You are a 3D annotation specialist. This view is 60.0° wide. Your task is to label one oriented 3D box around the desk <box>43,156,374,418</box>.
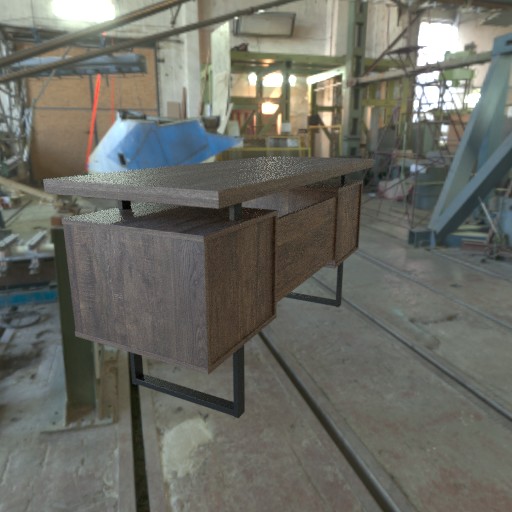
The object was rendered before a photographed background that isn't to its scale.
[{"bbox_3d":[0.000,0.000,1.906,0.600,0.760,1.524,8,17,26],"label":"desk"}]
